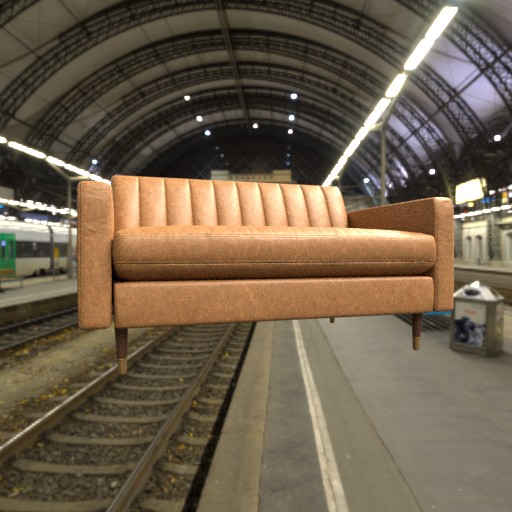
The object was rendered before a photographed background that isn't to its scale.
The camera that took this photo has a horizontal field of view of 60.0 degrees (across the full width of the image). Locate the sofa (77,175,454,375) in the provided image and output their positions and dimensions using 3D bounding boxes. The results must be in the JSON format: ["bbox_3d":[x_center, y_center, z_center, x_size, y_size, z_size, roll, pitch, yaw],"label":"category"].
[{"bbox_3d":[0.000,0.000,2.097,1.549,0.820,0.960,0,1,-18],"label":"sofa"}]
